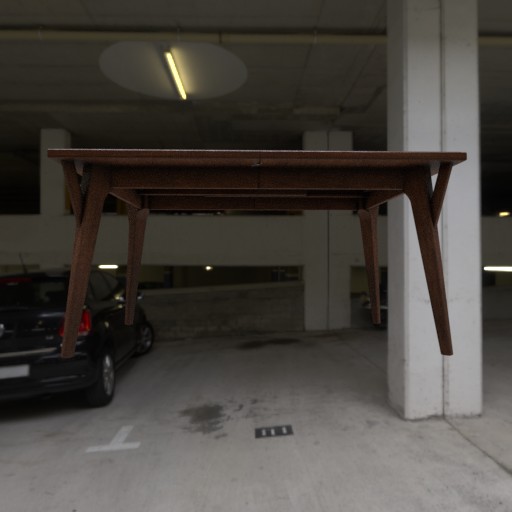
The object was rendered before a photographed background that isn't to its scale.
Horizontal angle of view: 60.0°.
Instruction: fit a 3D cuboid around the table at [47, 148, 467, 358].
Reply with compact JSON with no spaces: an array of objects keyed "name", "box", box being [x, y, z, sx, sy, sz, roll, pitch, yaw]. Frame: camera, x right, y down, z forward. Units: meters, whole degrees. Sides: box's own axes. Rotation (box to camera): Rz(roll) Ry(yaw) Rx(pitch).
[{"name":"table","box":[0.000,0.000,2.097,1.524,0.761,0.990,0,-1,-2]}]
